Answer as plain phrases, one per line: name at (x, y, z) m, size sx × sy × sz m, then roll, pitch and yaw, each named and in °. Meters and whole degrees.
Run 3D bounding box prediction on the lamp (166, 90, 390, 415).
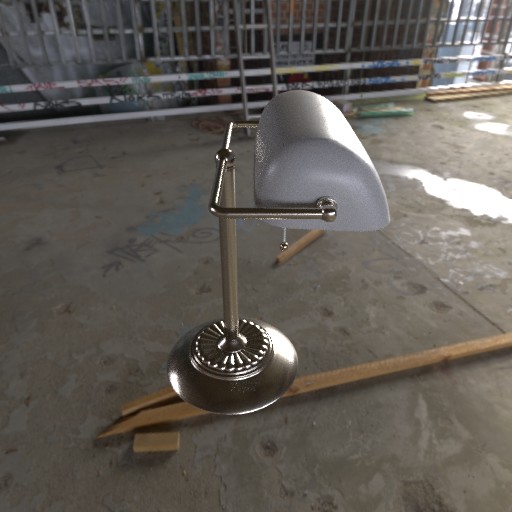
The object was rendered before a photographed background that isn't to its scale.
lamp at (0.000, 0.000, 0.518) m, size 0.243 × 0.339 × 0.264 m, roll 0°, pitch 32°, yaw 0°
